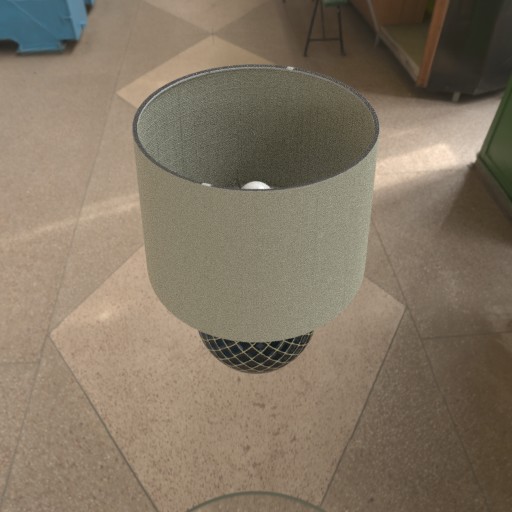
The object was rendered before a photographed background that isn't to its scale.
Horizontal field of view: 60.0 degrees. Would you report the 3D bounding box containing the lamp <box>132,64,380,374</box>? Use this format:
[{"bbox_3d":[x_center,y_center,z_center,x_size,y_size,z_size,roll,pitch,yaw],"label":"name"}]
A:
[{"bbox_3d":[0.000,0.000,0.785,0.376,0.540,0.376,0,46,0],"label":"lamp"}]
